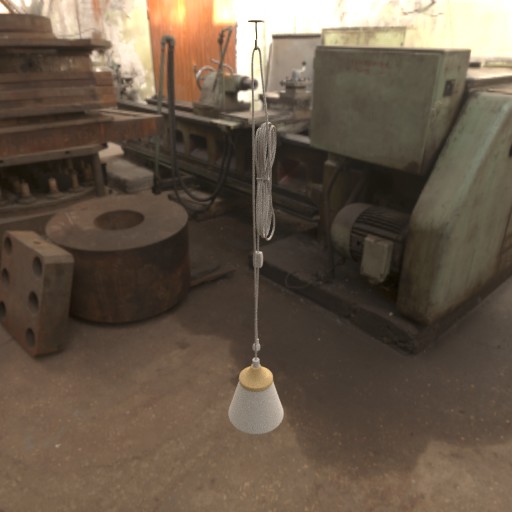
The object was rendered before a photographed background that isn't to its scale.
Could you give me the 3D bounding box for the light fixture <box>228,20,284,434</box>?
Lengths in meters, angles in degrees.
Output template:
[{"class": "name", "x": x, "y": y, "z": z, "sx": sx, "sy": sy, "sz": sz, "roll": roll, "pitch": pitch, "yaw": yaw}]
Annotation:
[{"class": "light fixture", "x": 0.000, "y": 0.000, "z": 1.028, "sx": 0.153, "sy": 0.966, "sz": 0.153, "roll": 16, "pitch": 30, "yaw": 31}]
